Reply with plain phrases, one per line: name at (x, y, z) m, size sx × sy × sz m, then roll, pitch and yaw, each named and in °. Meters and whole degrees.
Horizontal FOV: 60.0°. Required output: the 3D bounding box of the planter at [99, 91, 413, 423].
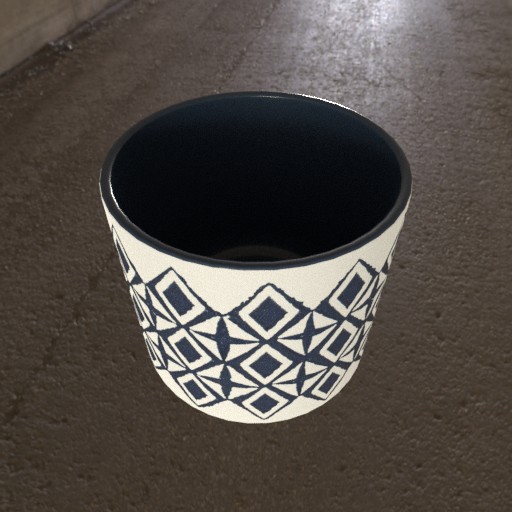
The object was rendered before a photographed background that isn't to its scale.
planter at (0.000, 0.000, 0.280) m, size 0.159 × 0.144 × 0.159 m, roll 0°, pitch 45°, yaw 0°
